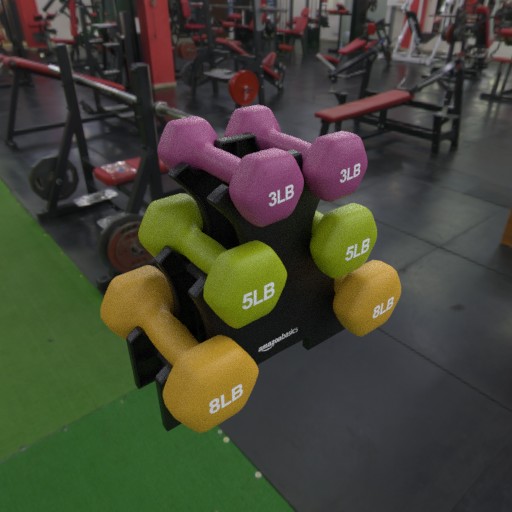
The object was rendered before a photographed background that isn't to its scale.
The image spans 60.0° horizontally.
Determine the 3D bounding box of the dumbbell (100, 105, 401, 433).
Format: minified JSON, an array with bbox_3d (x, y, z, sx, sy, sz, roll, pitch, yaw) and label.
[{"bbox_3d":[0.000,0.000,0.469,0.300,0.271,0.190,-22,38,-31],"label":"dumbbell"}]
